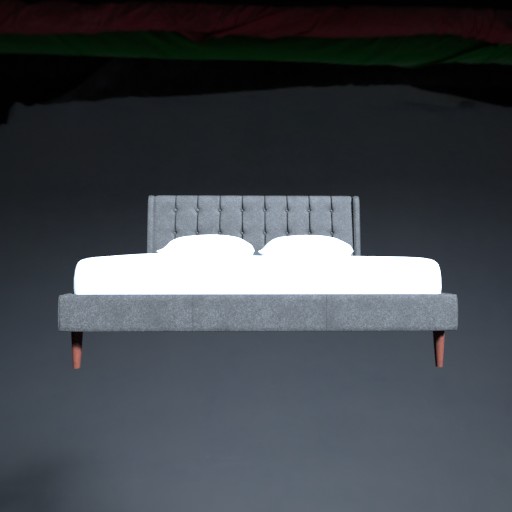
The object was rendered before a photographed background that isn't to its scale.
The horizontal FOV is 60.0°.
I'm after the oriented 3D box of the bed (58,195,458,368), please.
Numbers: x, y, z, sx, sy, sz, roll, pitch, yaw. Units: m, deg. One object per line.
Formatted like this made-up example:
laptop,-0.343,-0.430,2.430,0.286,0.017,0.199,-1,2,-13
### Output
bed,0.000,0.000,2.503,1.531,0.933,1.638,0,-2,-1
